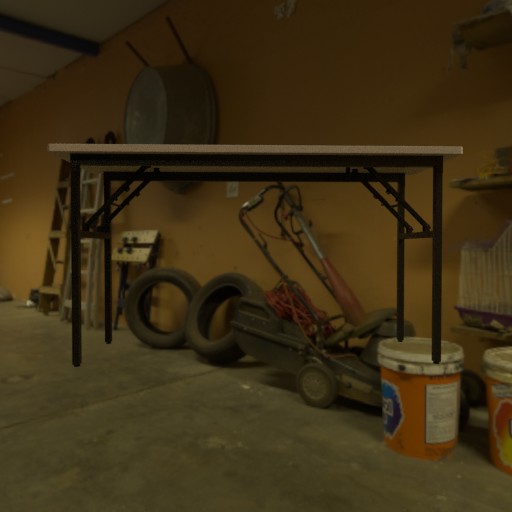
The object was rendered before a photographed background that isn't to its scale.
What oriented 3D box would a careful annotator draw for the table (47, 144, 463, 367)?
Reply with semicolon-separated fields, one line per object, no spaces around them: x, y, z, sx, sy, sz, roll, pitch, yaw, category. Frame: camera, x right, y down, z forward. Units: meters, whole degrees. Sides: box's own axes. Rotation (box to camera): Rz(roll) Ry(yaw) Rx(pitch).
0.000;0.000;1.713;1.397;0.750;0.447;0;1;-2;table
